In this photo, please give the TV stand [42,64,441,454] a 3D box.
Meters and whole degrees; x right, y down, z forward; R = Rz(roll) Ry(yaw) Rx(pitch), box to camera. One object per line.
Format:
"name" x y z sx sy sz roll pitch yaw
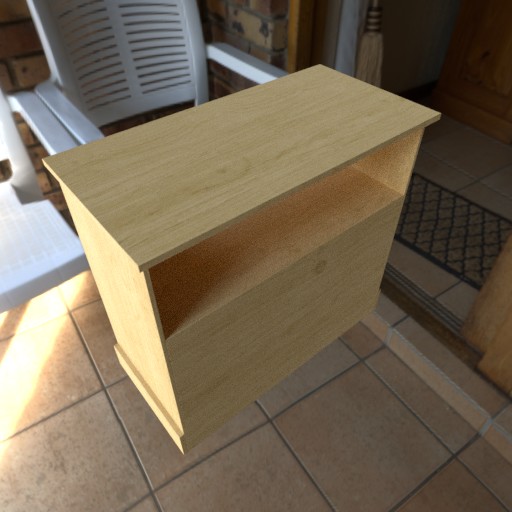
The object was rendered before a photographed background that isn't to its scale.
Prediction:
"TV stand" 0.000 0.000 1.306 0.851 0.787 0.430 -30 51 -27
